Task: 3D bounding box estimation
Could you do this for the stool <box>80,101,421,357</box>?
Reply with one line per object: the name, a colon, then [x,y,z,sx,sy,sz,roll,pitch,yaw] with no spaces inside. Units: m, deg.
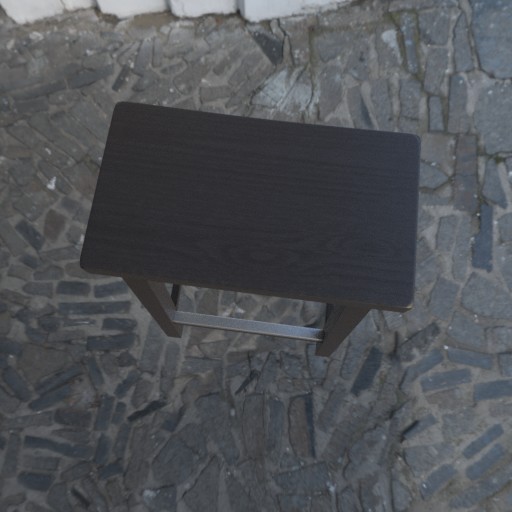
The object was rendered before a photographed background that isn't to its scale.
stool: [0.000,0.000,0.851,0.406,0.610,0.322,7,76,2]
